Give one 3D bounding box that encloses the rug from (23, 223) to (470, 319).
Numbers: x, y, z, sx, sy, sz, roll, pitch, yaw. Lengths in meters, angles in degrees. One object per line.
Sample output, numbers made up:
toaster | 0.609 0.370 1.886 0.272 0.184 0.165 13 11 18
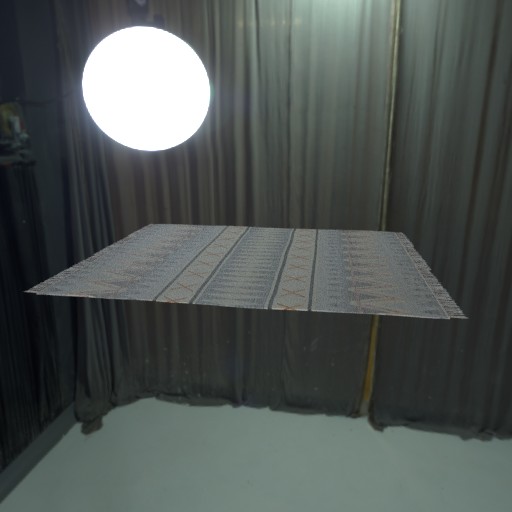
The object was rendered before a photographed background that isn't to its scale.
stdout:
rug | 0.000 0.000 4.024 3.000 0.012 2.371 2 16 8
